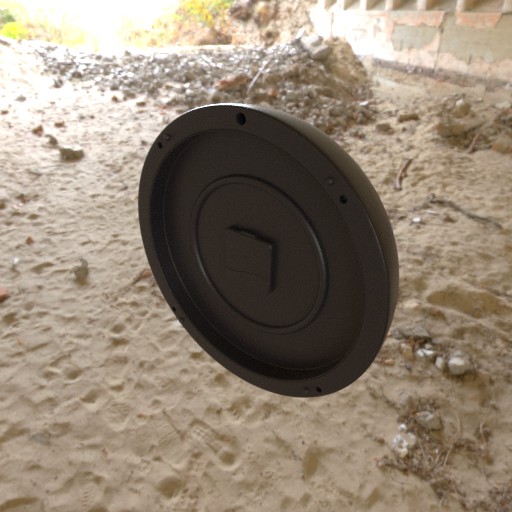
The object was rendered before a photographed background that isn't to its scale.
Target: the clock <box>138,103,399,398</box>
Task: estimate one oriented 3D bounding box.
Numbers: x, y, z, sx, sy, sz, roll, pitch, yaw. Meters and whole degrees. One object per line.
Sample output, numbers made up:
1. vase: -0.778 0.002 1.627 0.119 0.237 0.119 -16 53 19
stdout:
1. clock: 0.000 0.000 0.448 0.300 0.300 0.060 20 35 32
